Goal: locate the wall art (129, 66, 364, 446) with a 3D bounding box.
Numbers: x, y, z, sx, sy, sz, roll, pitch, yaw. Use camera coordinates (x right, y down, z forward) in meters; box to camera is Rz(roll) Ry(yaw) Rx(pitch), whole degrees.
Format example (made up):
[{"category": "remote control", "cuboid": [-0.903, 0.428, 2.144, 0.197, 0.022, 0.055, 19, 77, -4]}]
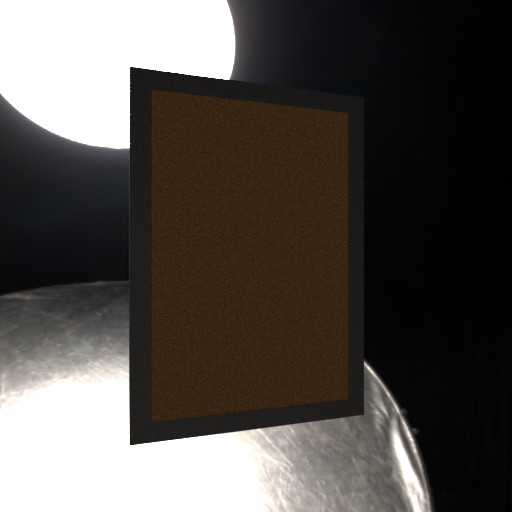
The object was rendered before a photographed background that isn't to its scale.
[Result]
[{"category": "wall art", "cuboid": [0.000, 0.000, 0.690, 0.380, 0.534, 0.013, 0, 0, -19]}]
